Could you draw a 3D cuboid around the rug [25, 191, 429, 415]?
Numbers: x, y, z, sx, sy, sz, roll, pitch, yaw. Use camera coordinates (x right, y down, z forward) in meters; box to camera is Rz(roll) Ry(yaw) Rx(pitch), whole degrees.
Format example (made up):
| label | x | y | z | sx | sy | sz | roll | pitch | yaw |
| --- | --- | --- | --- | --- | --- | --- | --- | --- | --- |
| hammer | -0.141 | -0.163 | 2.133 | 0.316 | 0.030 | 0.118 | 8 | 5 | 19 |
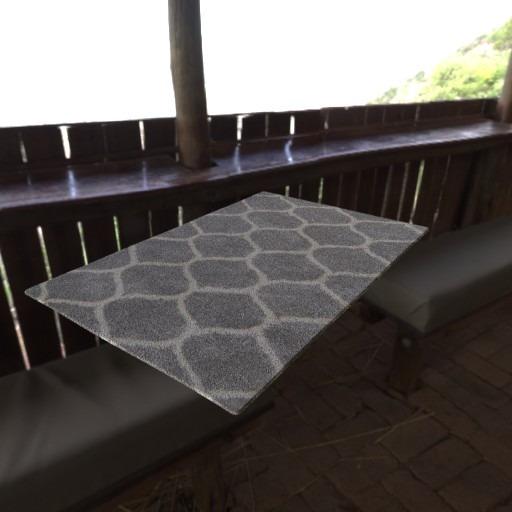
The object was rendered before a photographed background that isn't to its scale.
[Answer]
| label | x | y | z | sx | sy | sz | roll | pitch | yaw |
| --- | --- | --- | --- | --- | --- | --- | --- | --- | --- |
| rug | 0.000 | 0.000 | 3.398 | 1.801 | 0.026 | 2.701 | 18 | 31 | 32 |
